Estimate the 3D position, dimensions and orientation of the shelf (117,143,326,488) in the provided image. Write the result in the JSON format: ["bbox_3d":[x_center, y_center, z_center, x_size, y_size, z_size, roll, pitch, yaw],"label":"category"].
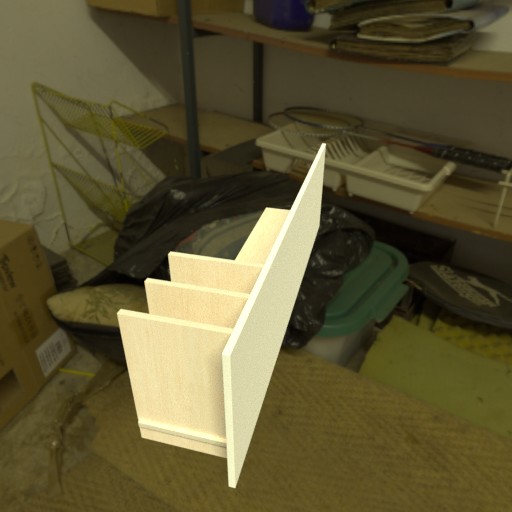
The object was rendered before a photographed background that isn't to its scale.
[{"bbox_3d":[0.000,0.000,1.119,0.200,0.300,1.020,8,31,13],"label":"shelf"}]
